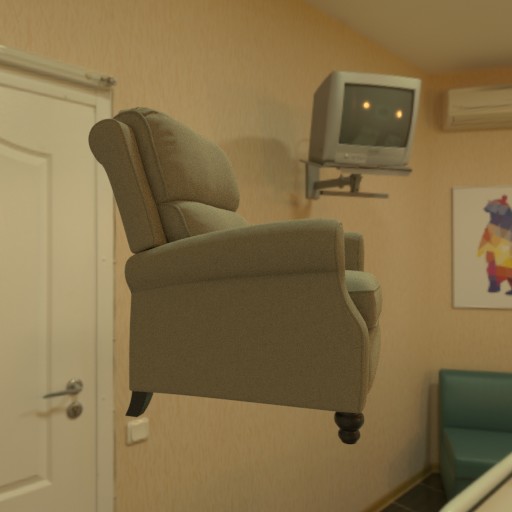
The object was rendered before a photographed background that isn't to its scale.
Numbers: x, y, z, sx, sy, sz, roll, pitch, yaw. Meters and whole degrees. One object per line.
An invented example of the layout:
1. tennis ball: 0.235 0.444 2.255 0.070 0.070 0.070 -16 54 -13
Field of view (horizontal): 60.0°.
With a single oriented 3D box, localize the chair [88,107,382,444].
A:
1. chair: 0.000 0.000 1.691 0.919 1.046 0.859 0 0 18
